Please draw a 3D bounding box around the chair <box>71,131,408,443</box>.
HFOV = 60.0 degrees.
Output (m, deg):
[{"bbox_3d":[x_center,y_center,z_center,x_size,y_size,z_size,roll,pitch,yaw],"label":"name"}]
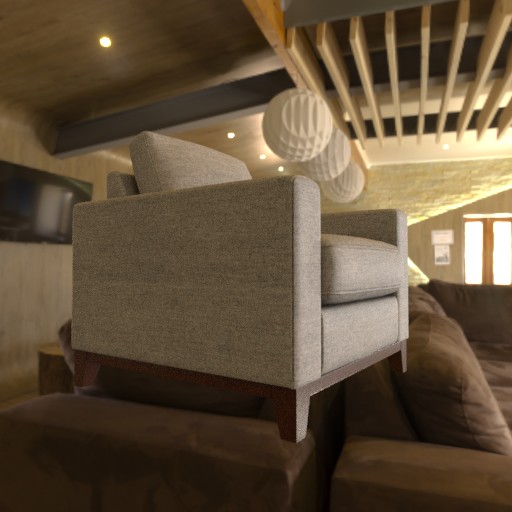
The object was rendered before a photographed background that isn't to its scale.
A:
[{"bbox_3d":[0.000,0.000,1.838,1.038,1.010,1.024,-1,-2,35],"label":"chair"}]
